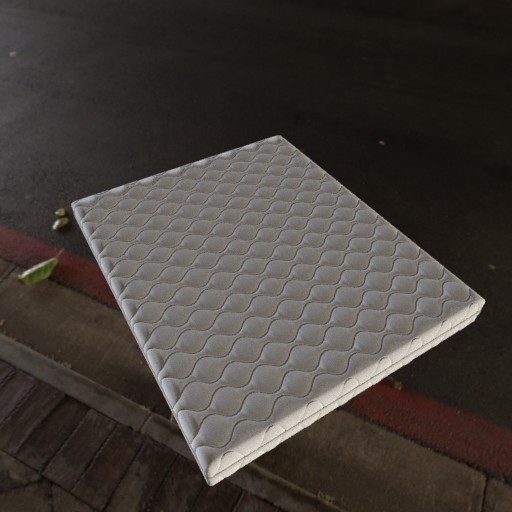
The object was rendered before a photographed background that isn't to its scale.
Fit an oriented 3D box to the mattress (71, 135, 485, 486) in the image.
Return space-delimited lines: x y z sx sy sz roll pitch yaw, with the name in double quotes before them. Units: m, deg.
"mattress" 0.000 0.000 2.578 1.600 0.200 1.900 -23 50 -21
